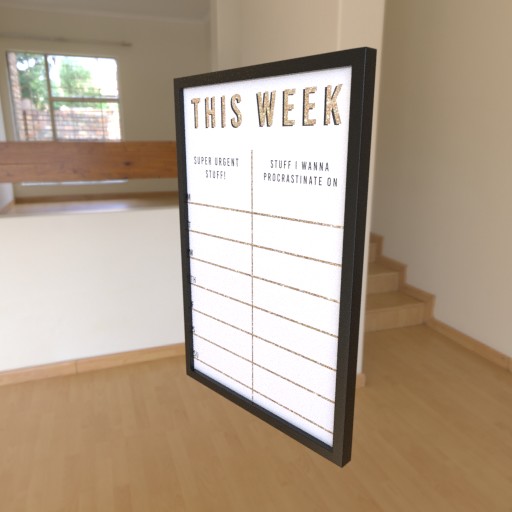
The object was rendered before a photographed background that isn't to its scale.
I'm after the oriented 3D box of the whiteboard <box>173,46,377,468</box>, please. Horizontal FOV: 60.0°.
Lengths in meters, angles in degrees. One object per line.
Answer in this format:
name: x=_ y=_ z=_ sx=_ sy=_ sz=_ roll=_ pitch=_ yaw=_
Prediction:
whiteboard: x=0.000 y=0.000 z=0.766 sx=0.406 sy=0.611 sz=0.026 roll=14 pitch=20 yaw=43
